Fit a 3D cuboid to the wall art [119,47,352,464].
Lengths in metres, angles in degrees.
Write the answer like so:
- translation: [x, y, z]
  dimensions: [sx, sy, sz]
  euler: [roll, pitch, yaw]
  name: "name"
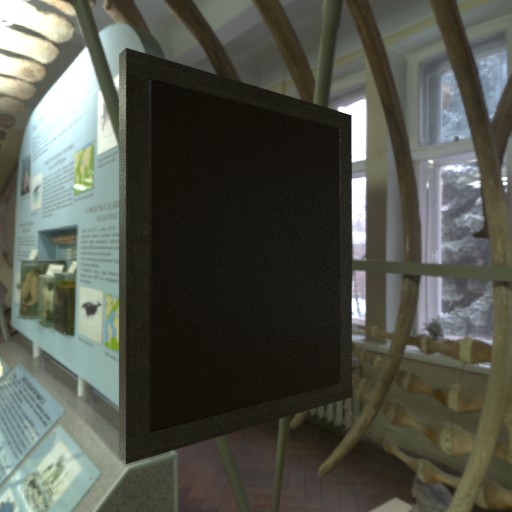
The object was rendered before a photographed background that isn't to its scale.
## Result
- translation: [0.000, 0.000, 0.774]
  dimensions: [0.479, 0.580, 0.027]
  euler: [0, 0, -38]
  name: "wall art"
